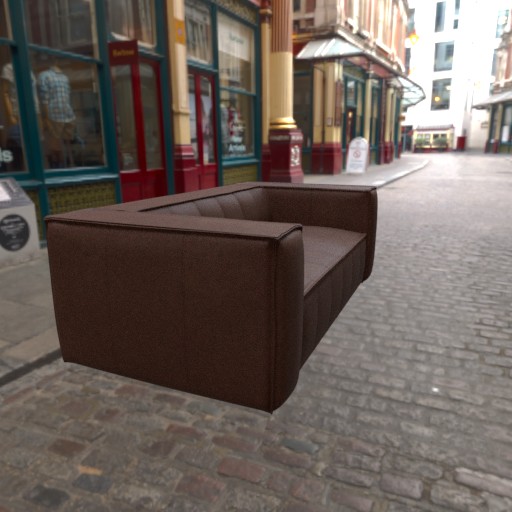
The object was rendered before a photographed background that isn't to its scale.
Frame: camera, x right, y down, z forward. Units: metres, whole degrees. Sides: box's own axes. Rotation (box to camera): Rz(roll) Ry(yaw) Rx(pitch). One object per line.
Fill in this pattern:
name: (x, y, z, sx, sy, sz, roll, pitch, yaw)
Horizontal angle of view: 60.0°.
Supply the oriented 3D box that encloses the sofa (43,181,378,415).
sofa: (0.000, 0.000, 2.602, 1.102, 0.703, 2.088, 6, 15, 23)
